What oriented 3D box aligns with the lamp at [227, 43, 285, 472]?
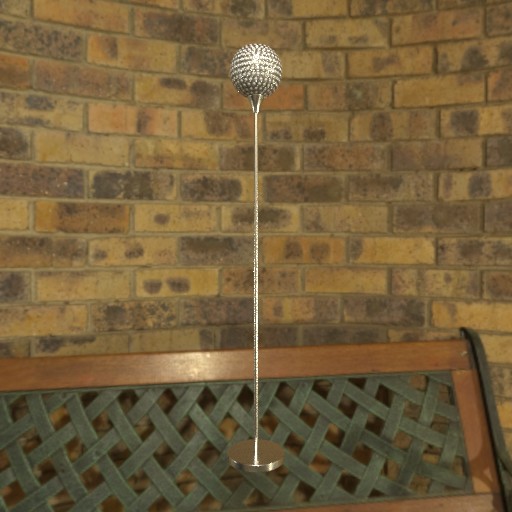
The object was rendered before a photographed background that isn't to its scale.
[{"bbox_3d":[0.000,0.000,1.961,0.254,1.805,0.254,0,1,0],"label":"lamp"}]
